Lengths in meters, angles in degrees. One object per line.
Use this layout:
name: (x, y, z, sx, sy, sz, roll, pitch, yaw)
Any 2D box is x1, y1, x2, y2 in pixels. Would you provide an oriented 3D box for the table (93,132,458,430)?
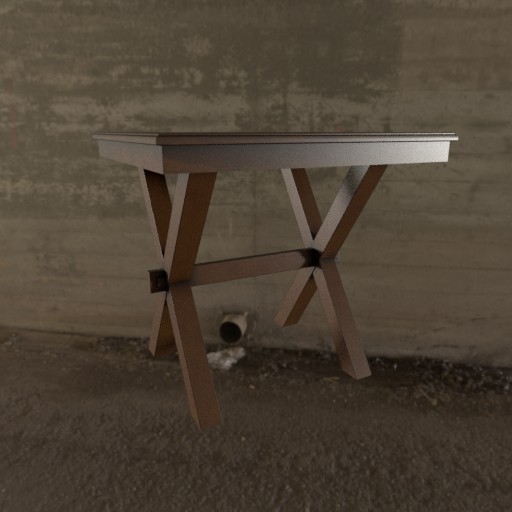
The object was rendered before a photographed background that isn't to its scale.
table: (0.000, 0.000, 1.047, 0.602, 0.562, 0.560, -8, 18, -27)
